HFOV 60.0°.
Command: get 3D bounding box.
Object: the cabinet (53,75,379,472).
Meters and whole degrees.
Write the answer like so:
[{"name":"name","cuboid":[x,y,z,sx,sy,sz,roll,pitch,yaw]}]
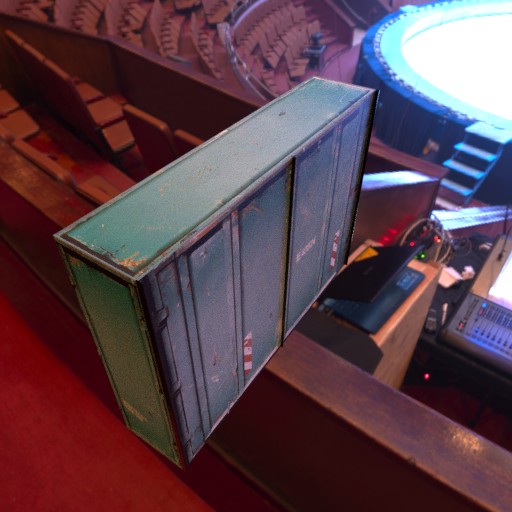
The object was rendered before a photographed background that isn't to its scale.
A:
[{"name":"cabinet","cuboid":[0.000,0.000,3.952,0.680,2.160,3.001,24,47,25]}]
